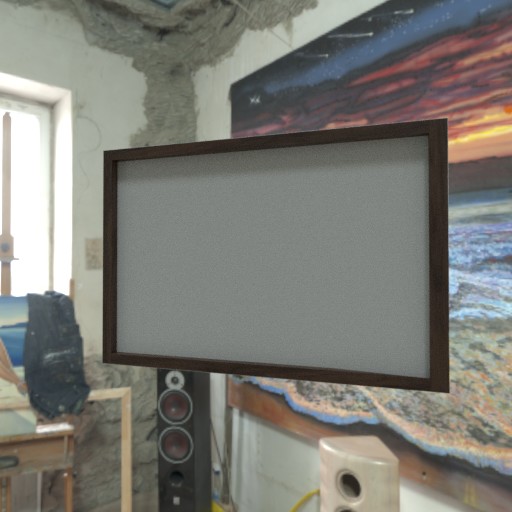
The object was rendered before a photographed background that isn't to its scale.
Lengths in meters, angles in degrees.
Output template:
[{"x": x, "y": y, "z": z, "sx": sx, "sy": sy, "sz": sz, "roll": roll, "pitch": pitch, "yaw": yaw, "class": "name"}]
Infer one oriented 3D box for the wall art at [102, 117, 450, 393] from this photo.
[{"x": 0.000, "y": 0.000, "z": 1.426, "sx": 1.138, "sy": 0.761, "sz": 0.051, "roll": 0, "pitch": -1, "yaw": 19, "class": "wall art"}]
